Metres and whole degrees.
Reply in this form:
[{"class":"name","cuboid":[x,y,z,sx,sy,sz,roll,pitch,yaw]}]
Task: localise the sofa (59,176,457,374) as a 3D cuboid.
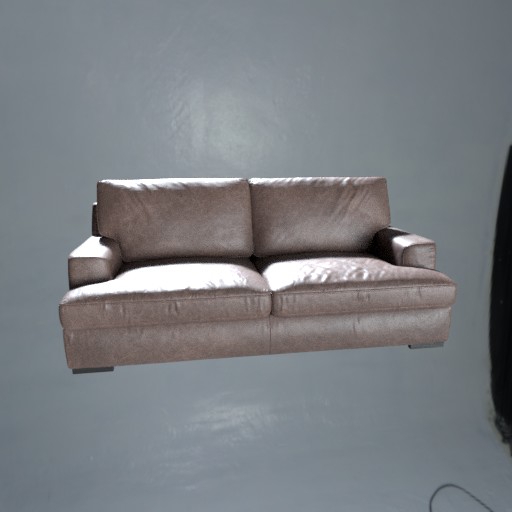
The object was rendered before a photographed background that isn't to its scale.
[{"class":"sofa","cuboid":[0.000,0.000,2.874,2.261,0.941,1.143,-2,16,-8]}]
